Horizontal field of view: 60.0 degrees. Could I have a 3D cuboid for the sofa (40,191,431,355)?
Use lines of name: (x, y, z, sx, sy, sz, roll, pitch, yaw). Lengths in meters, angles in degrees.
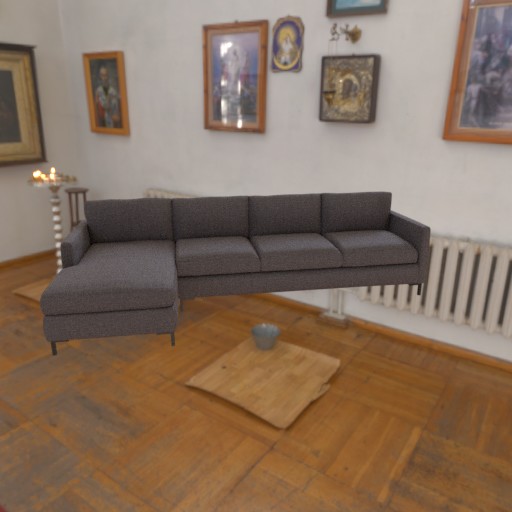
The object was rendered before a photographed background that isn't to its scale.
sofa: (0.000, 0.000, 3.305, 2.731, 0.754, 1.258, -3, 18, -9)
